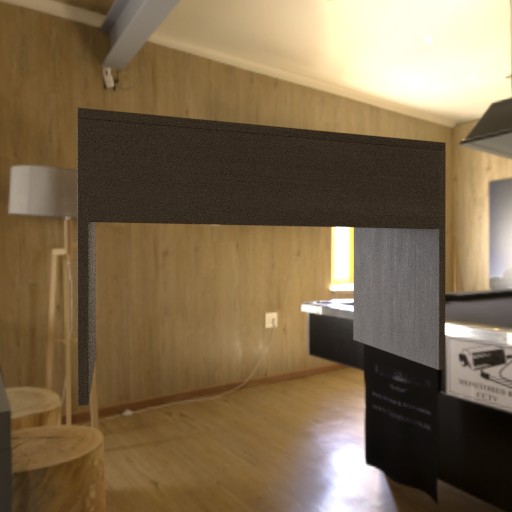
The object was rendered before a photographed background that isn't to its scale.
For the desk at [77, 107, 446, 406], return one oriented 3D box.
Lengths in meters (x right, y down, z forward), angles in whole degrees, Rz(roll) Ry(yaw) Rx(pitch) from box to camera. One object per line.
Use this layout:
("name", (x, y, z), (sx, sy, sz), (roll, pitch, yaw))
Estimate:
("desk", (0.000, 0.000, 1.519), (1.099, 0.729, 0.557), (0, 0, -18))
